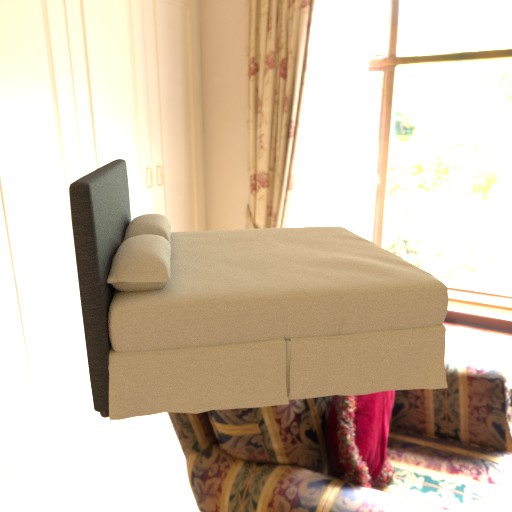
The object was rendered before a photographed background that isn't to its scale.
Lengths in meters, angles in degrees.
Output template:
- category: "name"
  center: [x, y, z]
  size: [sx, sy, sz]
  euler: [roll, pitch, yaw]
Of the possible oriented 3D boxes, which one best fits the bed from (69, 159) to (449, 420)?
- category: "bed"
  center: [0.000, 0.000, 3.264]
  size: [2.142, 1.330, 1.884]
  euler: [-3, 16, -10]
